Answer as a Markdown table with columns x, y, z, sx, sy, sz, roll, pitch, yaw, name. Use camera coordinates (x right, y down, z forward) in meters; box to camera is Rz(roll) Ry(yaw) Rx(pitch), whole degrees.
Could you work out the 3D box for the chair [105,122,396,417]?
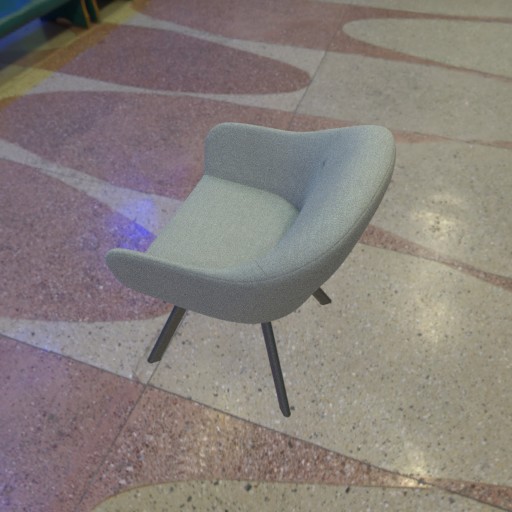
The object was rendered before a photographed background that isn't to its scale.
| x | y | z | sx | sy | sz | roll | pitch | yaw | name |
| --- | --- | --- | --- | --- | --- | --- | --- | --- | --- |
| 0.000 | 0.000 | 1.196 | 0.570 | 0.780 | 0.540 | 17 | 51 | 15 | chair |
